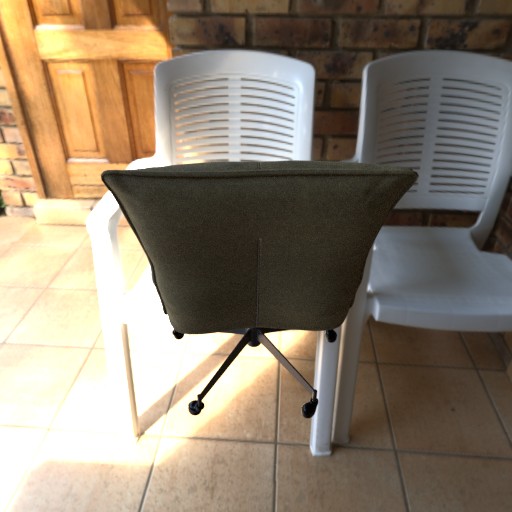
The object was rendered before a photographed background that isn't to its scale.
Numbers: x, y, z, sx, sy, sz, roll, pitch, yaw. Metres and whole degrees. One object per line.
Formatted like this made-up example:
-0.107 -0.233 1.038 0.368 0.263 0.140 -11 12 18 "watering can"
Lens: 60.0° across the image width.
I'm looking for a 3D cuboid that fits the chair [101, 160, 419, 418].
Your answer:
0.000 0.000 1.316 0.597 0.811 0.696 -1 33 -2 "chair"
